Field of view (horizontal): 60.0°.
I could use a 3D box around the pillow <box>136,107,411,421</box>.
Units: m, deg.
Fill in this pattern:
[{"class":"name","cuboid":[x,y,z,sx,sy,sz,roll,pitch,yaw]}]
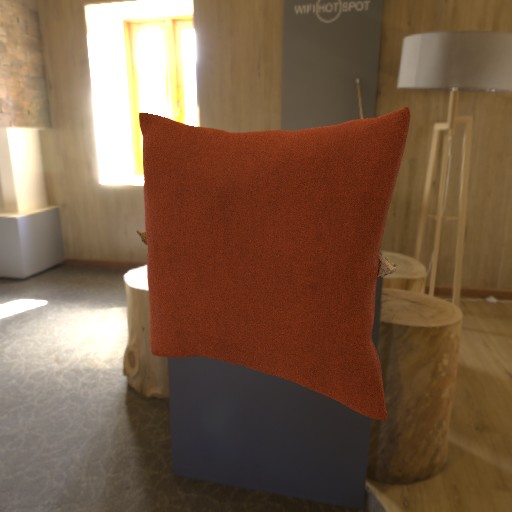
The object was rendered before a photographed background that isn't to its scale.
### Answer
[{"class":"pillow","cuboid":[0.000,0.000,0.770,0.490,0.482,0.165,8,18,27]}]
